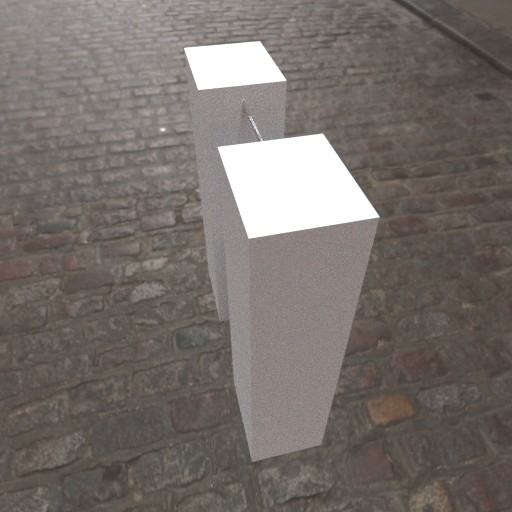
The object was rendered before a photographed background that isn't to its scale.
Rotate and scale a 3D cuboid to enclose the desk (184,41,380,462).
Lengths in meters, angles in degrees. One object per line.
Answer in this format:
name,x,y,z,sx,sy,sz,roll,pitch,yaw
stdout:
desk,0.000,0.000,2.857,0.480,2.000,1.770,-10,46,-10
